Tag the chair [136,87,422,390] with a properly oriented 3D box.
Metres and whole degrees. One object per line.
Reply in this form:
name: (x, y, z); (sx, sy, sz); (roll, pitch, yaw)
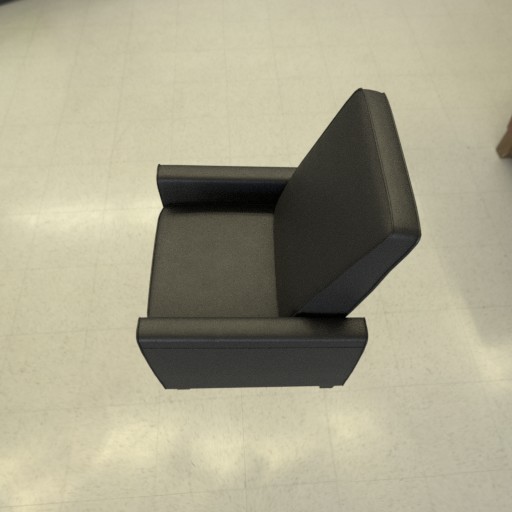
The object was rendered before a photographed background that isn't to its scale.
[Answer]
chair: (0.000, 0.000, 1.534); (0.746, 1.013, 0.705); (-1, 59, -1)
